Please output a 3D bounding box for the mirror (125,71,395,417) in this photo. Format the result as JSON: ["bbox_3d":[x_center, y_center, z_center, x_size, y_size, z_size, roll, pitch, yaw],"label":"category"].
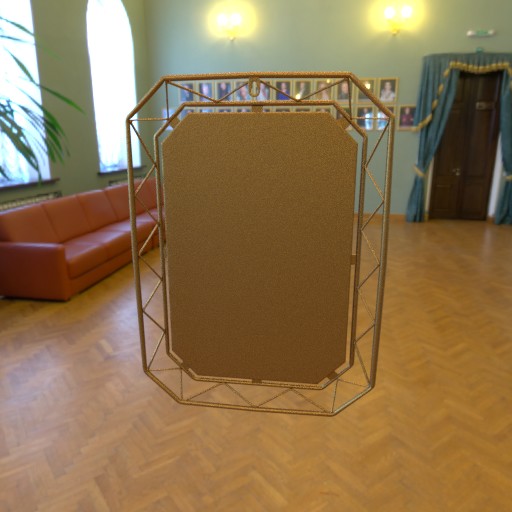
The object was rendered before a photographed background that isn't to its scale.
[{"bbox_3d":[0.000,0.000,0.736,0.417,0.566,0.042,2,15,8],"label":"mirror"}]
